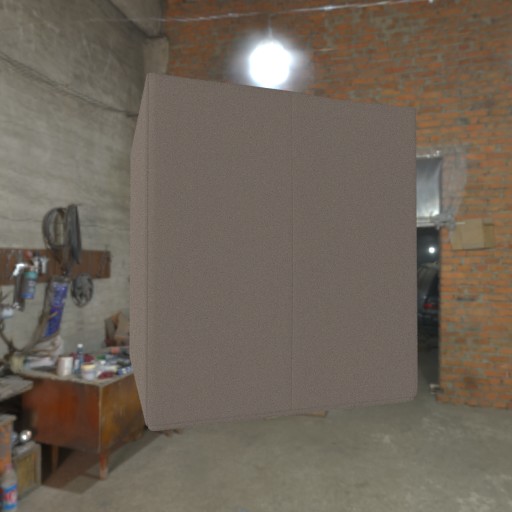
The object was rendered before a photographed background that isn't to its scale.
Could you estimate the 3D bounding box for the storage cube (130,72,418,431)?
[{"bbox_3d":[0.000,0.000,0.509,0.270,0.280,0.270,0,-1,-18],"label":"storage cube"}]
